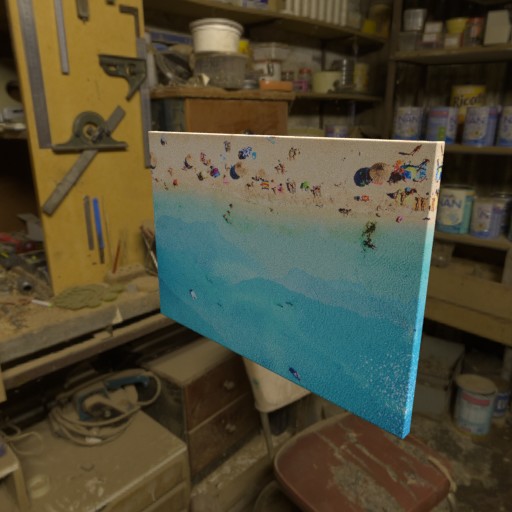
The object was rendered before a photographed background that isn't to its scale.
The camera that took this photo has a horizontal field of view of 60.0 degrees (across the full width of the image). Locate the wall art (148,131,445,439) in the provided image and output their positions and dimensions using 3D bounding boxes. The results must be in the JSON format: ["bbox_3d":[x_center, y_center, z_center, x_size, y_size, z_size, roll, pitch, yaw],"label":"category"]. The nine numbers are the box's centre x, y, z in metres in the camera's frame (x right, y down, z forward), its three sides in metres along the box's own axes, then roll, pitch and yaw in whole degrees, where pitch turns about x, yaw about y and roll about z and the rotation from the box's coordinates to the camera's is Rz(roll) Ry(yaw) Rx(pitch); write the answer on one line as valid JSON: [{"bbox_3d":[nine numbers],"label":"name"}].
[{"bbox_3d":[0.000,0.000,1.461,1.136,0.769,0.040,16,24,42],"label":"wall art"}]
